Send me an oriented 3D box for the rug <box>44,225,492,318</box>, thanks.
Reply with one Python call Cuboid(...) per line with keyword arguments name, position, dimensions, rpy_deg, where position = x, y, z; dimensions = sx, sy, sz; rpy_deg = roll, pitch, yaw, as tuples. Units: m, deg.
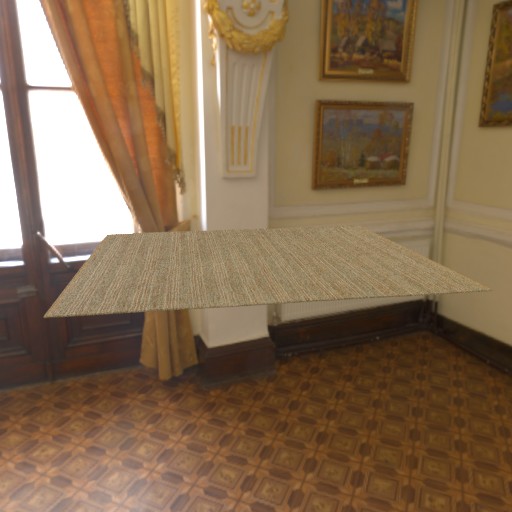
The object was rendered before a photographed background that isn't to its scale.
Cuboid(name="rug", position=(0.000, 0.000, 4.110), dimensions=(3.034, 0.012, 2.471), rpy_deg=(-2, 15, -9))
